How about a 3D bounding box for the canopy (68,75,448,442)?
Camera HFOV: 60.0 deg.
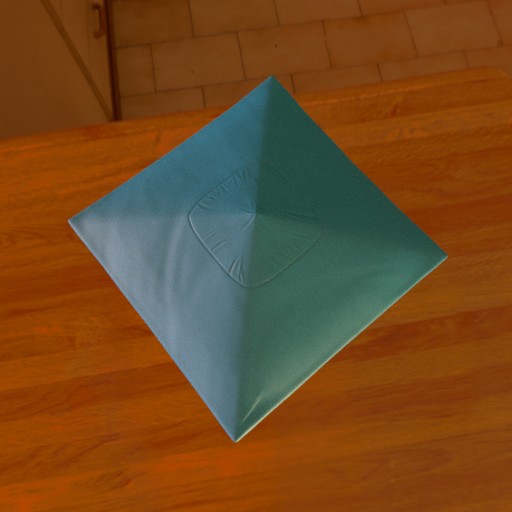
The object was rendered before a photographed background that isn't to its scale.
[{"bbox_3d":[0.000,0.000,5.575,2.998,2.997,2.996,-38,78,-10],"label":"canopy"}]
